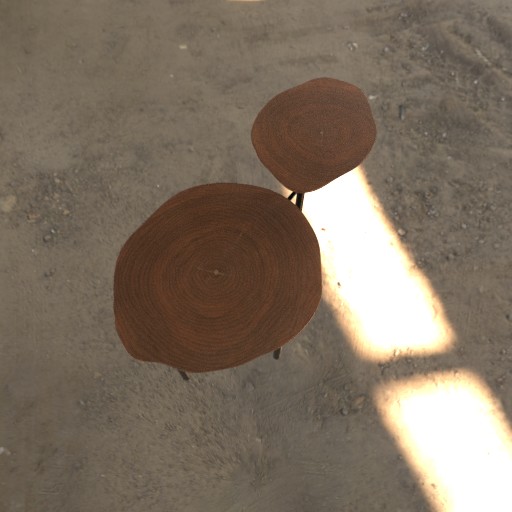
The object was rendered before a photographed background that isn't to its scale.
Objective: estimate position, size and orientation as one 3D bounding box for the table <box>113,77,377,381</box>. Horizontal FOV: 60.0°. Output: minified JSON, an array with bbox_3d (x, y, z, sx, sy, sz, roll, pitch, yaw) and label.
[{"bbox_3d":[0.000,0.000,1.120,0.442,0.538,0.759,36,68,17],"label":"table"}]
